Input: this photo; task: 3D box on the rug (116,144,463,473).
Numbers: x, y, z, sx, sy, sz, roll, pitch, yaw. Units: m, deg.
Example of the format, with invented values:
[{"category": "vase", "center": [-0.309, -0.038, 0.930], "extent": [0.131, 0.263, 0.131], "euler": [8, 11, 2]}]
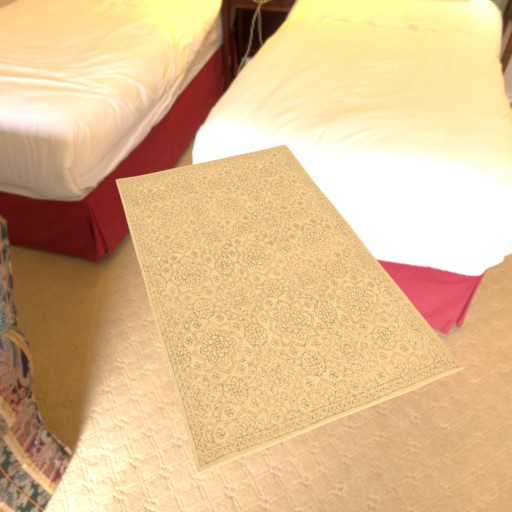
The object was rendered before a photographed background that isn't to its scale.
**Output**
[{"category": "rug", "center": [0.000, 0.000, 3.028], "extent": [1.518, 0.023, 2.434], "euler": [-16, 48, -15]}]
